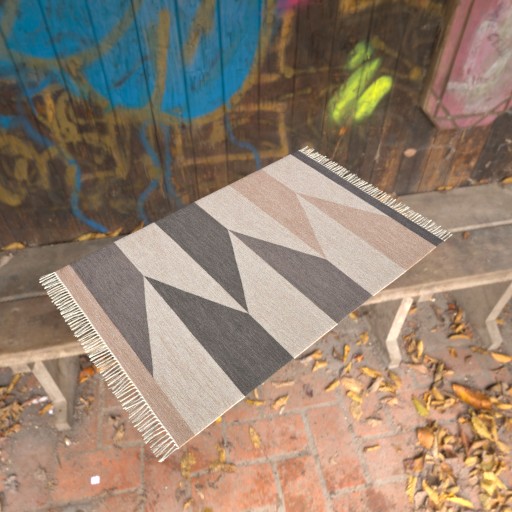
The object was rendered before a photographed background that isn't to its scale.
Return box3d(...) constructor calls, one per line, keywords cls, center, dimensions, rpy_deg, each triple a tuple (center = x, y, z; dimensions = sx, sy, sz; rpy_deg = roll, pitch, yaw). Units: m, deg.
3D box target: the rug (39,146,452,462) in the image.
box3d(cls="rug", center=(0.000, 0.000, 2.482), dimensions=(2.021, 0.027, 1.224), rpy_deg=(-31, 54, -26))
